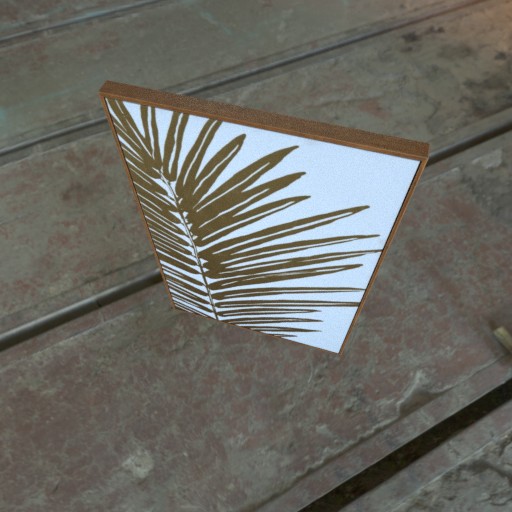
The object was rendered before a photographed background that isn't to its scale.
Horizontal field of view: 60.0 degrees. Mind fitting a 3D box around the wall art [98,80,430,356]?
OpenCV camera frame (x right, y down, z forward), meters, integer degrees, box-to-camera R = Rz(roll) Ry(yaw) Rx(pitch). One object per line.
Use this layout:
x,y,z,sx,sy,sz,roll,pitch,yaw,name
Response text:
0.000,0.000,1.176,0.610,0.914,0.037,14,58,9,wall art
